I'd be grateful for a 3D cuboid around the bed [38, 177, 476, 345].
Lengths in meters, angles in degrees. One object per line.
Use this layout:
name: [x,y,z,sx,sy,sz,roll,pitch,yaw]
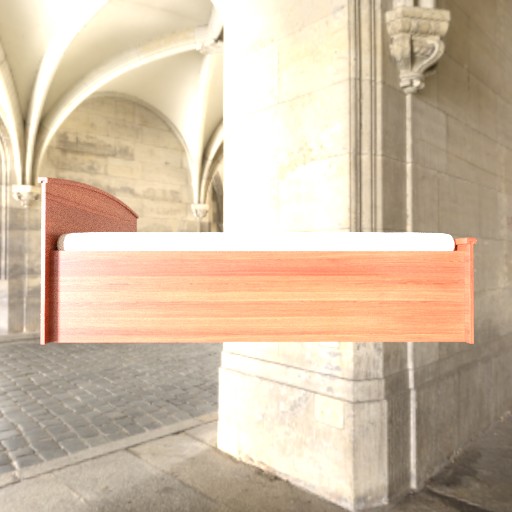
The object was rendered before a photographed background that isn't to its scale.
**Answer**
bed: [0.000,0.000,2.914,2.053,0.848,1.683,0,-1,-1]
